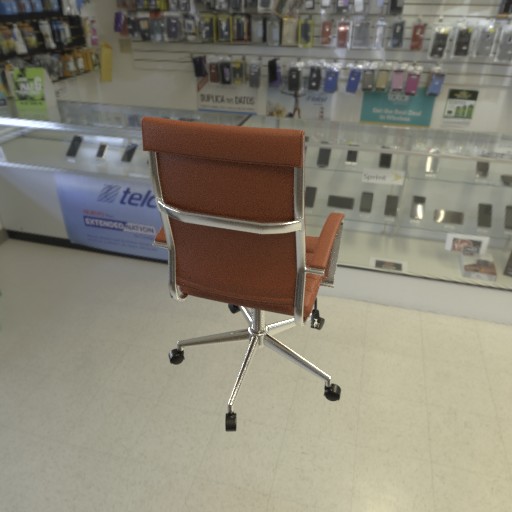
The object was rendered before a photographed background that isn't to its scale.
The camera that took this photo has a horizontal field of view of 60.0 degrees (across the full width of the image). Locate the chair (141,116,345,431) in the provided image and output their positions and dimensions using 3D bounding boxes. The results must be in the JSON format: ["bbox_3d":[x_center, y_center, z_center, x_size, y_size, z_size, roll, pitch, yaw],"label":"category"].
[{"bbox_3d":[0.000,0.000,1.666,0.766,1.149,0.739,9,33,15],"label":"chair"}]
